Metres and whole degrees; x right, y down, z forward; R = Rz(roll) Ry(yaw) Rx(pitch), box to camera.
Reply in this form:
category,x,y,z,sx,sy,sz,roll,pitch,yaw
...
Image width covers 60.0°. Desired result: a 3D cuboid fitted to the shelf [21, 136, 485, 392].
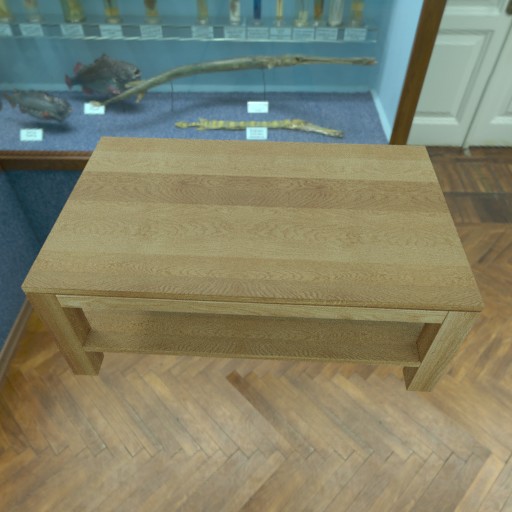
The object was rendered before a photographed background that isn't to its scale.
category,x,y,z,sx,sy,sz,roll,pitch,yaw
shelf,0.000,0.000,1.498,1.150,0.450,0.700,2,47,2
